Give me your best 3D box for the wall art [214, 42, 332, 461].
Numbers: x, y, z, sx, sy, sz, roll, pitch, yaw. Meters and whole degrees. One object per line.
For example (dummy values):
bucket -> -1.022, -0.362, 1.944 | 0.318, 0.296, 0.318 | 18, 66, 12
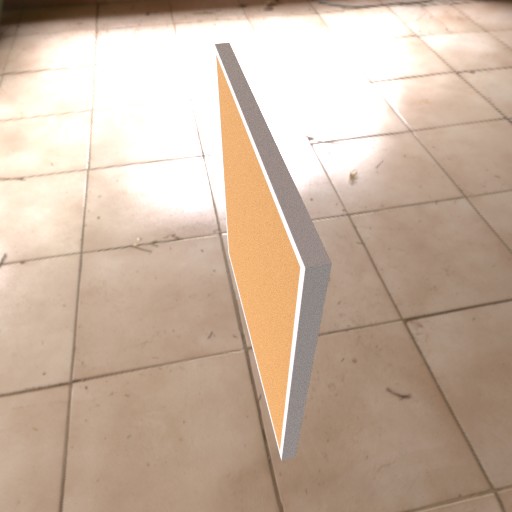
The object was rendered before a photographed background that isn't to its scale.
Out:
wall art -> 0.000, 0.000, 1.133 | 0.038, 0.762, 0.762 | -10, 48, -9
